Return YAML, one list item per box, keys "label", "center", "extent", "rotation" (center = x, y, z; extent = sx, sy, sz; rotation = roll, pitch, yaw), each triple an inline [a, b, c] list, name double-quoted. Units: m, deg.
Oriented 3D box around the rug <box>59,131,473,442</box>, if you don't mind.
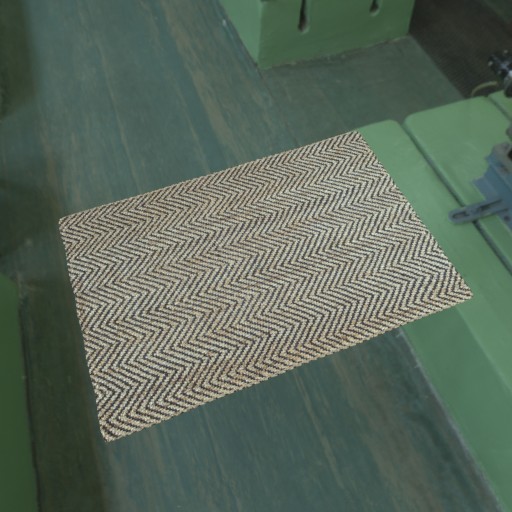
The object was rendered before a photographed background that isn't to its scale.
- label: "rug"
  center: [0.000, 0.000, 2.284]
  extent: [1.828, 0.008, 1.219]
  rotation: [-19, 61, -11]
